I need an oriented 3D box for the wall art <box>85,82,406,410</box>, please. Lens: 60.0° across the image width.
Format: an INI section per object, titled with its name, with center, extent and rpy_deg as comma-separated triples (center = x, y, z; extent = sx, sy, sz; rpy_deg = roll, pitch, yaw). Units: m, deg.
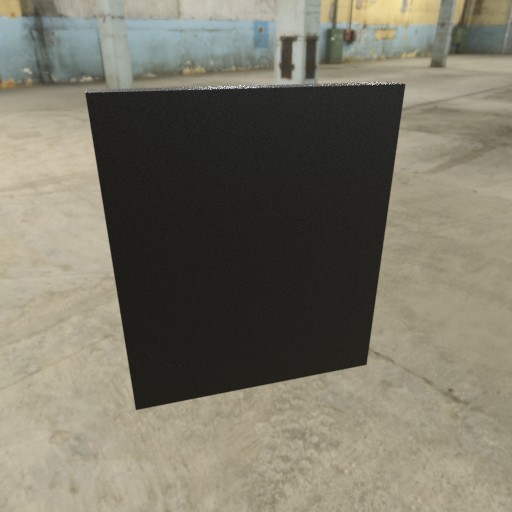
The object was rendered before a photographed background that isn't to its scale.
[wall art]
center = 0.000, 0.000, 0.531
extent = 0.325, 0.380, 0.028
rpy_deg = -7, 27, -14
